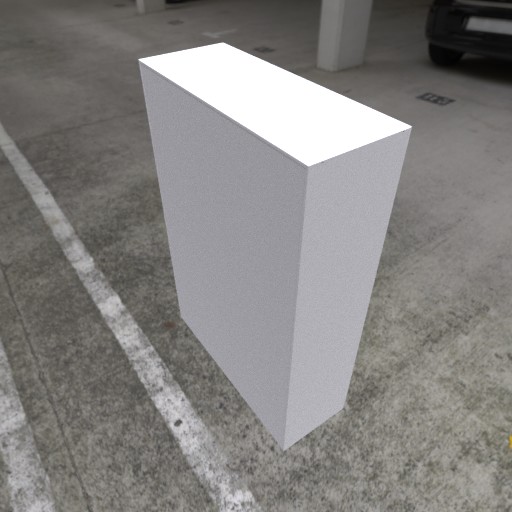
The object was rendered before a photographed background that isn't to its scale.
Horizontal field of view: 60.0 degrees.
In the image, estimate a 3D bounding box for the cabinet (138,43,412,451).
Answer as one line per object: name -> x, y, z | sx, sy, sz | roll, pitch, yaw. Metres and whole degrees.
cabinet -> 0.000, 0.000, 2.526 | 0.510, 1.910, 1.290 | -25, 47, -26
